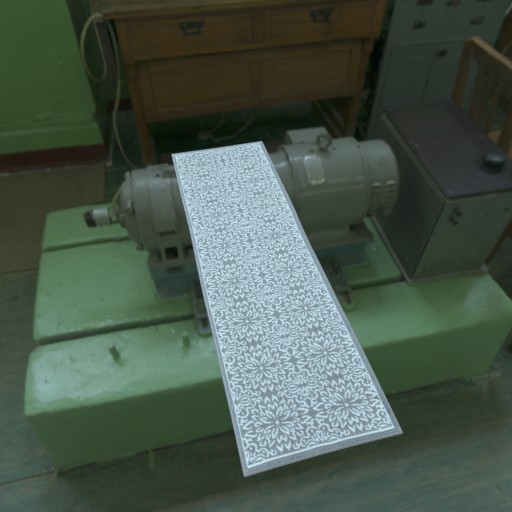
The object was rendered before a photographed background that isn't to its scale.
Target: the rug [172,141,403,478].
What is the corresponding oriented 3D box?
[{"bbox_3d":[0.000,0.000,2.455,0.662,0.011,2.196,-11,48,-10],"label":"rug"}]
